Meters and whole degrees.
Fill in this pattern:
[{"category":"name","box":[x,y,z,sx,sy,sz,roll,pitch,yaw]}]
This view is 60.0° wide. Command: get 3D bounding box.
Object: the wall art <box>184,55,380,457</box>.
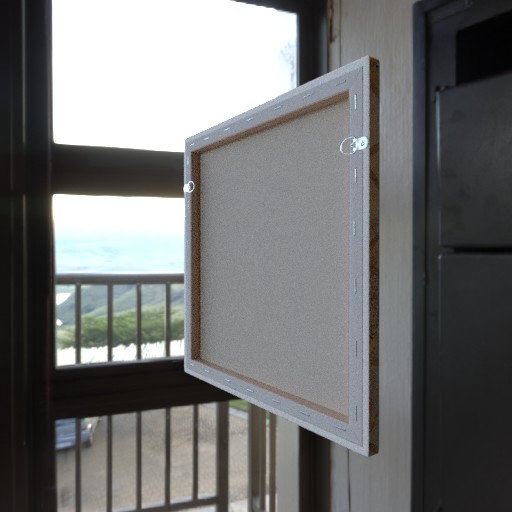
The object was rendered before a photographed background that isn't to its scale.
[{"category":"wall art","box":[0.000,0.000,1.377,0.039,0.914,0.912,0,0,-36]}]
